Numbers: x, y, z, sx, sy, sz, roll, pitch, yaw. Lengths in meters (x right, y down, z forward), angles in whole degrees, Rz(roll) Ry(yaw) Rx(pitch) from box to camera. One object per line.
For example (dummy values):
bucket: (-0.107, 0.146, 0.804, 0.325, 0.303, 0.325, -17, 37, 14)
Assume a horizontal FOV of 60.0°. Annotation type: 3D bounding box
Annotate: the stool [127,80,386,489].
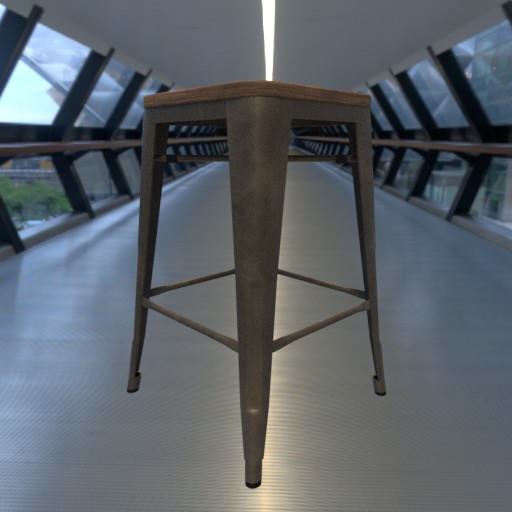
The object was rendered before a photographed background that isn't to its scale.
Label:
stool: (0.000, 0.000, 0.891, 0.407, 0.607, 0.407, -13, 19, -42)
